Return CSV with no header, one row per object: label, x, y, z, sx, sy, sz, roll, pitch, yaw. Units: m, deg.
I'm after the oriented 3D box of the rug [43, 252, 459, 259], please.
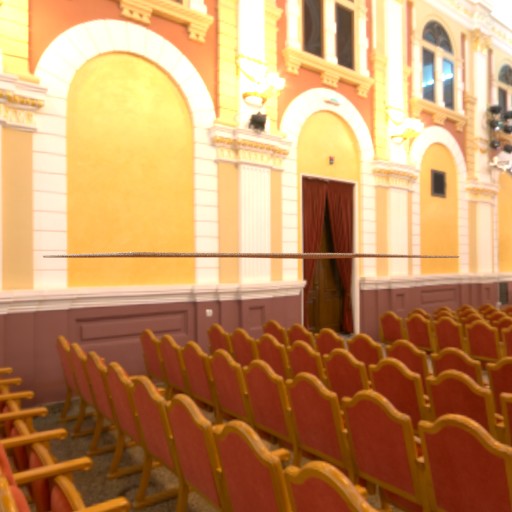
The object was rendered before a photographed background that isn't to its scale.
rug,0.000,0.000,2.990,2.346,0.029,1.574,0,-1,-37
